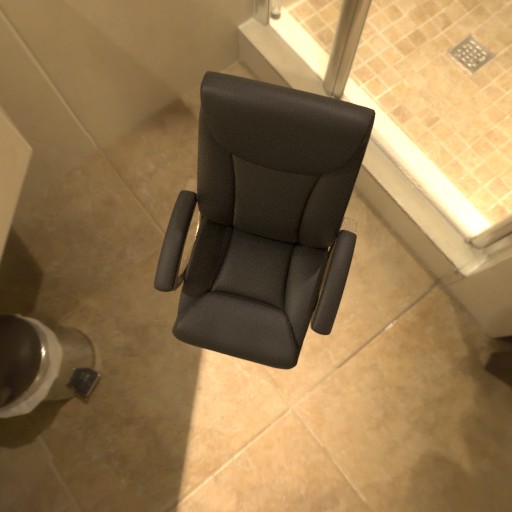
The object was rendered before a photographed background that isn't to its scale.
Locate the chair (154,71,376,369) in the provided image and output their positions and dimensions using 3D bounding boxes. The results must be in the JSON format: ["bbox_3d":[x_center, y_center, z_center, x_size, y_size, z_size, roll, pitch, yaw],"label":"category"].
[{"bbox_3d":[0.000,0.000,1.659,0.694,1.188,0.748,15,75,4],"label":"chair"}]
